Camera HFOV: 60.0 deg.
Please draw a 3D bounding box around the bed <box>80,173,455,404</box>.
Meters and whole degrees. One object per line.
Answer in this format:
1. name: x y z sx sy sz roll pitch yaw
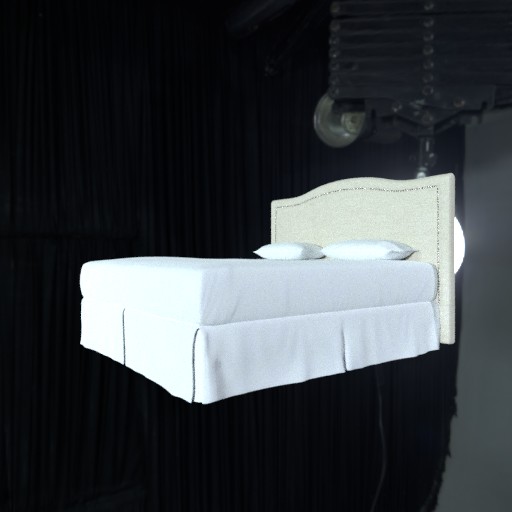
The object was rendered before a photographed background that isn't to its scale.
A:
1. bed: 0.000 0.000 3.479 2.182 1.421 2.083 0 0 -37
